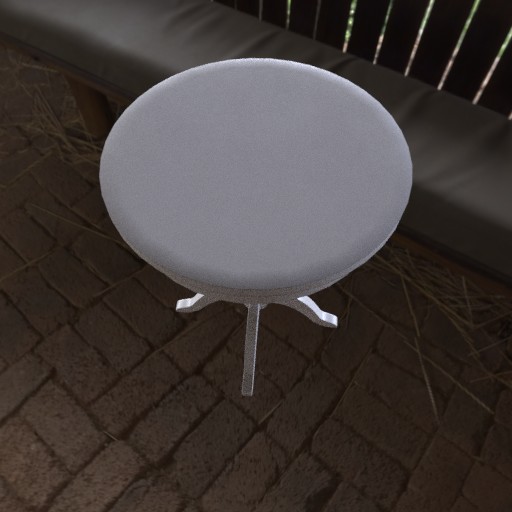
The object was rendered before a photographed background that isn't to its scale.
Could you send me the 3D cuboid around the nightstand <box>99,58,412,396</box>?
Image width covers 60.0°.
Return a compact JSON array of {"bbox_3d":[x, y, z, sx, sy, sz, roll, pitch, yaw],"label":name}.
[{"bbox_3d":[0.000,0.000,1.014,0.513,0.653,0.513,13,59,8],"label":"nightstand"}]
